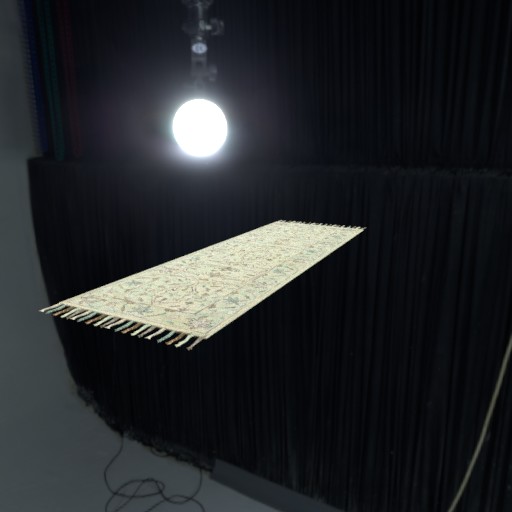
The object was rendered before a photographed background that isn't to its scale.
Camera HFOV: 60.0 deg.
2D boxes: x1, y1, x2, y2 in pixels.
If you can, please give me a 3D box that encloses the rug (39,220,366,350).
[{"bbox_3d":[0.000,0.000,2.712,0.769,0.013,2.440,7,16,26],"label":"rug"}]
